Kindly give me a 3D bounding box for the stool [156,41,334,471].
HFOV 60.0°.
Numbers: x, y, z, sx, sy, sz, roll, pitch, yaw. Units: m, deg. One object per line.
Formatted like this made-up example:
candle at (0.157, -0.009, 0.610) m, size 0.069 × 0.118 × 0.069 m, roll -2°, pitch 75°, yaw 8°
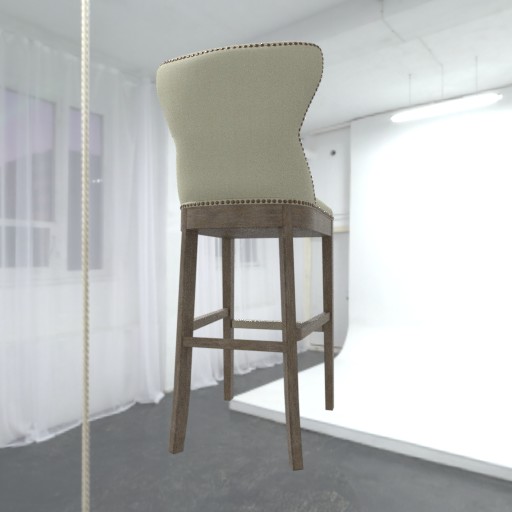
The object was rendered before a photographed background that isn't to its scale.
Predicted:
stool at (0.000, 0.000, 1.426) m, size 0.494 × 1.123 × 0.606 m, roll 0°, pitch -1°, yaw 17°
